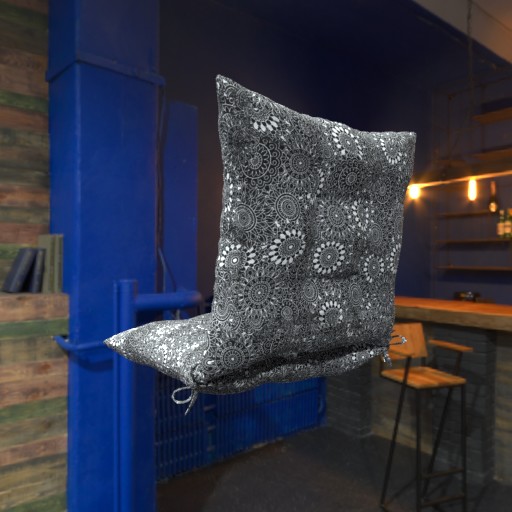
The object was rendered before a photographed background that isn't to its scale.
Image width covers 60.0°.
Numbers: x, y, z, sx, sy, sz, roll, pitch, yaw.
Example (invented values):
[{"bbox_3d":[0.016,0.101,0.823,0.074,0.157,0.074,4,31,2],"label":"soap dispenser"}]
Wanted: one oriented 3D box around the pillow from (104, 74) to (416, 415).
[{"bbox_3d":[0.000,0.000,1.003,0.541,0.536,0.585,0,0,-36],"label":"pillow"}]
